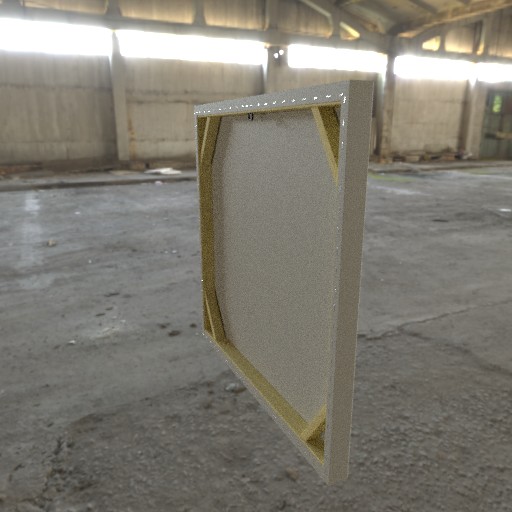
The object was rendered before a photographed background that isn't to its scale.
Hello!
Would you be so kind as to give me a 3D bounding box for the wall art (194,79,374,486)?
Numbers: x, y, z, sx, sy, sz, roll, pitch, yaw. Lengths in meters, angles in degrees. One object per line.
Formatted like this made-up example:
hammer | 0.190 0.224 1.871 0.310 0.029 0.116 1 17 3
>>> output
wall art | 0.000 0.000 0.902 0.038 0.610 0.610 -7 17 -25
